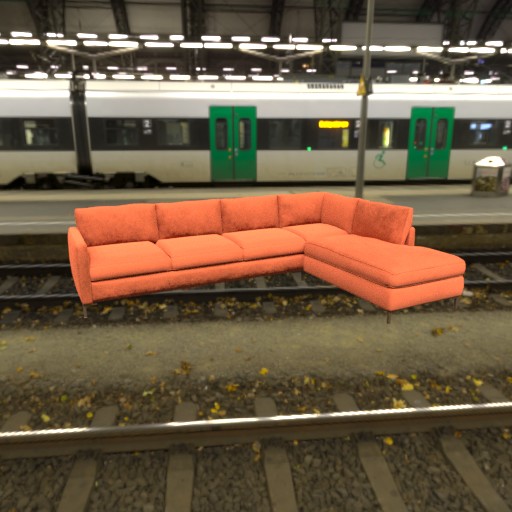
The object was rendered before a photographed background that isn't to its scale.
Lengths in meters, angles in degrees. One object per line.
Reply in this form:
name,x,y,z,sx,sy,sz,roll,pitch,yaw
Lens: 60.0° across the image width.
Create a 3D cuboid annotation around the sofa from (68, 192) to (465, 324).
sofa,0.000,0.000,3.632,2.736,0.757,1.879,-7,17,-26
